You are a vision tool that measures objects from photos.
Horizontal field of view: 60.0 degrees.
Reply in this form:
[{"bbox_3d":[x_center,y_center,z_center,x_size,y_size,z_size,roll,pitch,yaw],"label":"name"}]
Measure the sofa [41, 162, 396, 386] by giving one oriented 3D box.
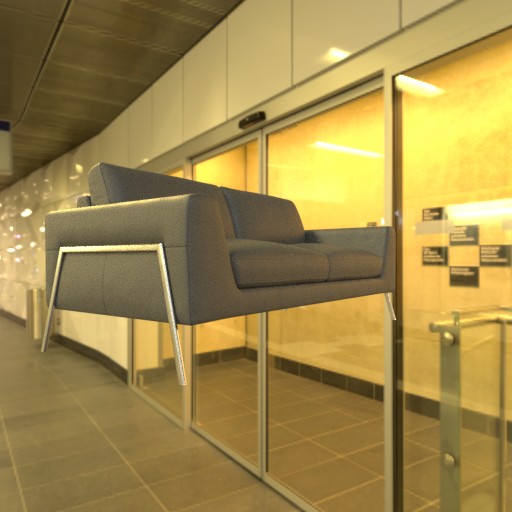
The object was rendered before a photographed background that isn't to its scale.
[{"bbox_3d":[0.000,0.000,2.542,0.953,0.875,2.017,0,-1,37],"label":"sofa"}]
